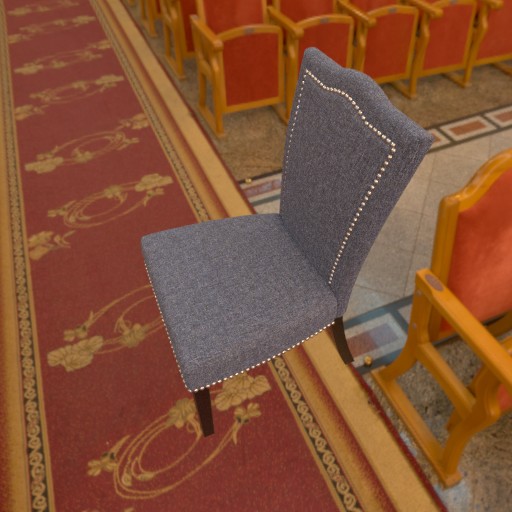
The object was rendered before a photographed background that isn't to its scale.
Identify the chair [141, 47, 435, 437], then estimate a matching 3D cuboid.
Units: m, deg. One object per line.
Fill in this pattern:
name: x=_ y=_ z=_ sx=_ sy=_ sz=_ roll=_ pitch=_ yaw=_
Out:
chair: x=0.000 y=0.000 z=1.254 sx=0.589 sy=0.946 sz=0.518 roll=-16 pitch=48 yaw=-16
